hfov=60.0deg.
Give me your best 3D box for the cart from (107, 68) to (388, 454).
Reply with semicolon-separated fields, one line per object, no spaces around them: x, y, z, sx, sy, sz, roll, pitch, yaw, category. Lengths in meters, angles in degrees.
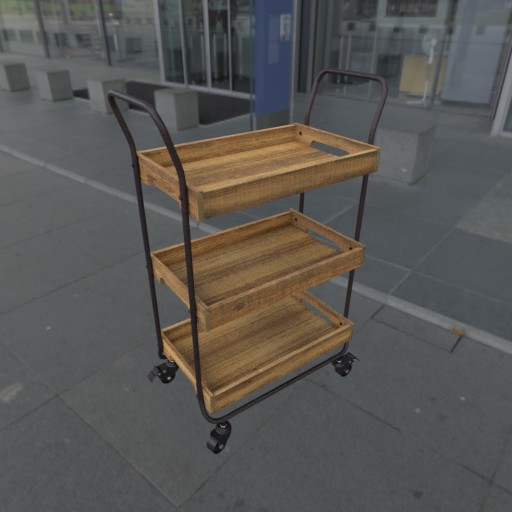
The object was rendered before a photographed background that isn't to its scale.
0.000;0.000;1.156;0.583;0.857;0.339;-19;35;-30;cart
